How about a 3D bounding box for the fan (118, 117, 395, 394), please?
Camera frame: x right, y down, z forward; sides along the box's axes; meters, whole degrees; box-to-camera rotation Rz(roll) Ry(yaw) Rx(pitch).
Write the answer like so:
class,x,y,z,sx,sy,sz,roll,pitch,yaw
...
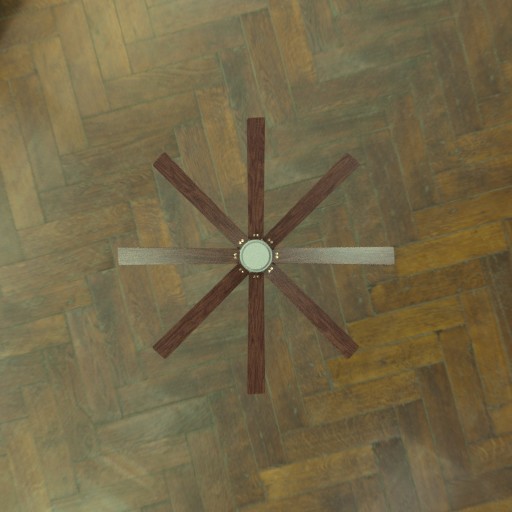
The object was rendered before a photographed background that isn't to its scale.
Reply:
class,x,y,z,sx,sy,sz,roll,pitch,yaw
fan,0.000,0.000,2.802,1.830,0.472,1.830,0,90,0
